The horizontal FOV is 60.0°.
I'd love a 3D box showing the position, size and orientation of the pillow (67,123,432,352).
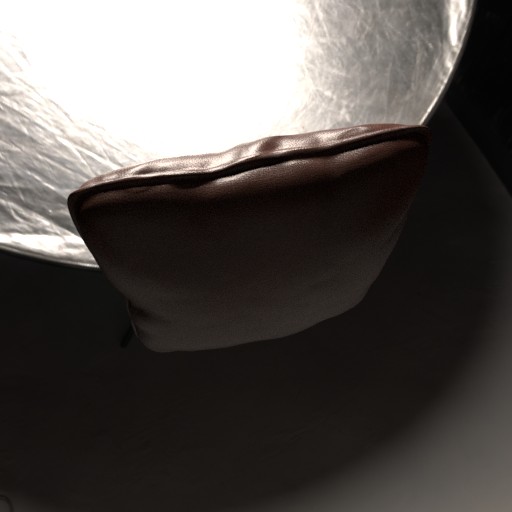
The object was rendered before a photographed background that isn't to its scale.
[{"bbox_3d":[0.000,0.000,0.814,0.532,0.523,0.236,-12,58,-8],"label":"pillow"}]
